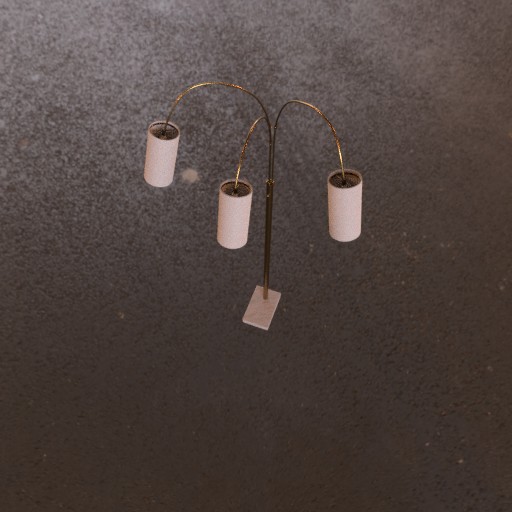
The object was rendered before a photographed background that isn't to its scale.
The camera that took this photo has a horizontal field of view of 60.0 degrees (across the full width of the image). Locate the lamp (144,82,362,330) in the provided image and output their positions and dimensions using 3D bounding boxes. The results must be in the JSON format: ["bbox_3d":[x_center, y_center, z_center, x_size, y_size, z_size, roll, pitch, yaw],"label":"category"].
[{"bbox_3d":[0.000,0.000,2.533,1.020,2.055,0.667,17,59,11],"label":"lamp"}]
